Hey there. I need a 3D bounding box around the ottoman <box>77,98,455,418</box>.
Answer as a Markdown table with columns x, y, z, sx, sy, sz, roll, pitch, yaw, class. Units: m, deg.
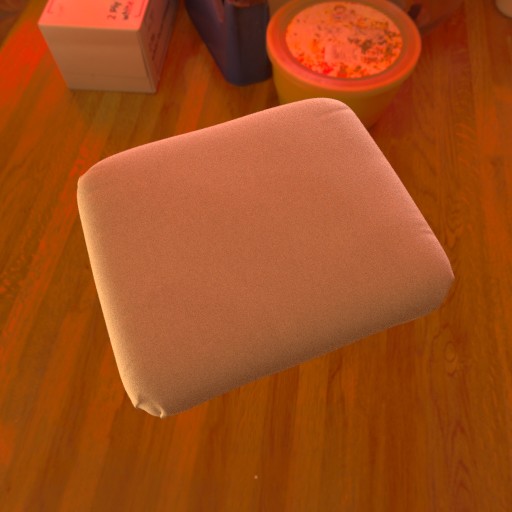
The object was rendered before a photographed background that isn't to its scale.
| x | y | z | sx | sy | sz | roll | pitch | yaw | class |
| --- | --- | --- | --- | --- | --- | --- | --- | --- | --- |
| 0.000 | 0.000 | 1.133 | 0.746 | 0.450 | 0.622 | -19 | 65 | -9 | ottoman |
